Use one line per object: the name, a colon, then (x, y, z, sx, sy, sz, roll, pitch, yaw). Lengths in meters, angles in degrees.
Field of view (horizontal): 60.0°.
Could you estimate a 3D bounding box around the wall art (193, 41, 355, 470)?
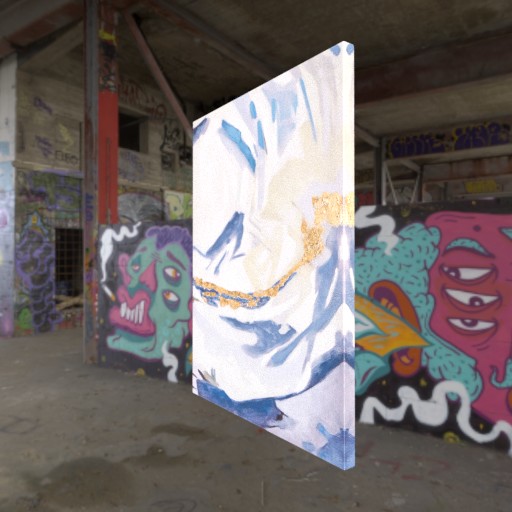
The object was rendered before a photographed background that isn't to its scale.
wall art: (0.000, 0.000, 1.363, 0.038, 1.015, 0.761, 0, -1, -36)
